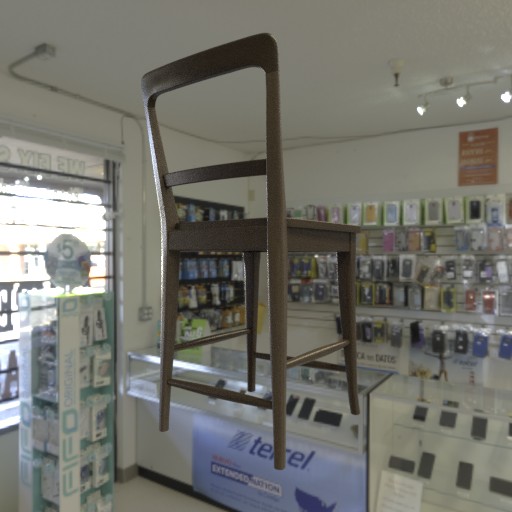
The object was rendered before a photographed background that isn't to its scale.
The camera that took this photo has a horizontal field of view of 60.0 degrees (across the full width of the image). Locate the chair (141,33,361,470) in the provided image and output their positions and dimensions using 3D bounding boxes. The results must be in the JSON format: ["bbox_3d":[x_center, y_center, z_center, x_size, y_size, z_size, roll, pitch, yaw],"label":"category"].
[{"bbox_3d":[0.000,0.000,1.293,0.450,0.991,0.546,0,0,35],"label":"chair"}]
